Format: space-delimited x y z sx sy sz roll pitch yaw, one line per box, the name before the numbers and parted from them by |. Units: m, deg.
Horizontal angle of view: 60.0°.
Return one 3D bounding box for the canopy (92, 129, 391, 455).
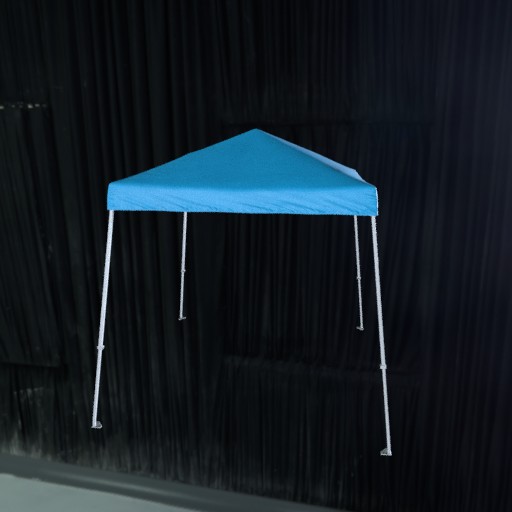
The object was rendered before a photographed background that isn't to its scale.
canopy | 0.000 0.000 5.162 2.848 2.849 2.849 2 15 8
